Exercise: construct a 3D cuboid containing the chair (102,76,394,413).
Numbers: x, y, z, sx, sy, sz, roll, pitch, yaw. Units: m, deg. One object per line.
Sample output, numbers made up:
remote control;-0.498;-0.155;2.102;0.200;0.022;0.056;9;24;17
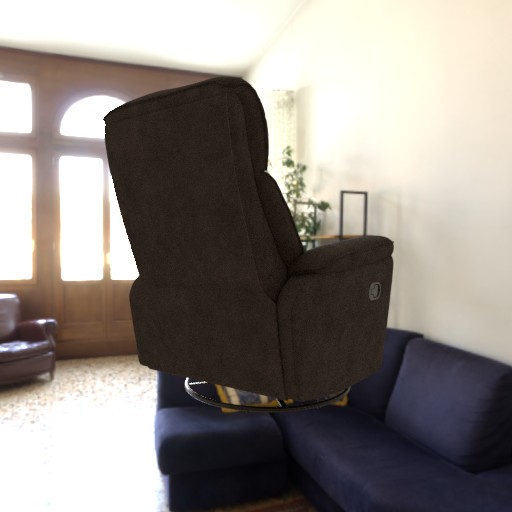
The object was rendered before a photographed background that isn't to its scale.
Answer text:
chair;0.000;0.000;1.717;0.830;1.035;1.009;1;1;36
